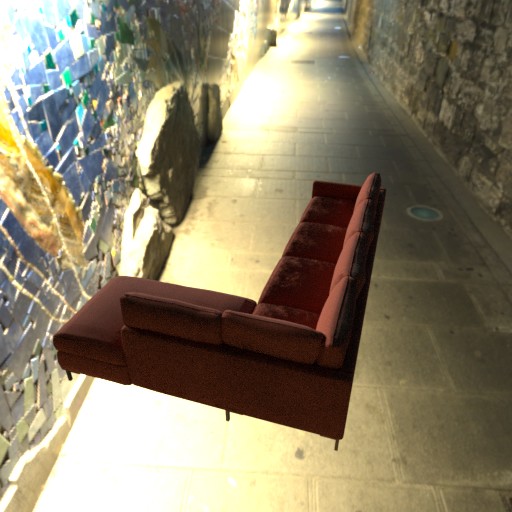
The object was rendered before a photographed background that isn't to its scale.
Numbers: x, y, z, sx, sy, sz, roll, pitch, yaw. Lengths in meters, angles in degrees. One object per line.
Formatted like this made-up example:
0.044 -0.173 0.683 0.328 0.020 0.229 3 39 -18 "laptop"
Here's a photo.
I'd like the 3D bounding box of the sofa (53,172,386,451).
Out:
0.000 0.000 3.660 1.879 0.757 2.736 9 32 15 "sofa"
